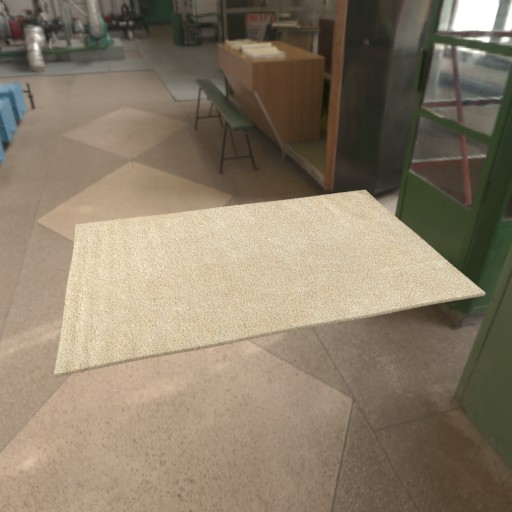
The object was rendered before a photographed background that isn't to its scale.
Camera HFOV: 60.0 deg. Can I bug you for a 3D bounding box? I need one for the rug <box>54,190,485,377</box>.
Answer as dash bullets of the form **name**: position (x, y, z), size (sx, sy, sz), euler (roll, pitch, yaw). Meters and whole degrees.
- **rug**: position (0.000, 0.000, 2.919), size (2.346, 0.025, 1.500), euler (-8, 33, -13)
